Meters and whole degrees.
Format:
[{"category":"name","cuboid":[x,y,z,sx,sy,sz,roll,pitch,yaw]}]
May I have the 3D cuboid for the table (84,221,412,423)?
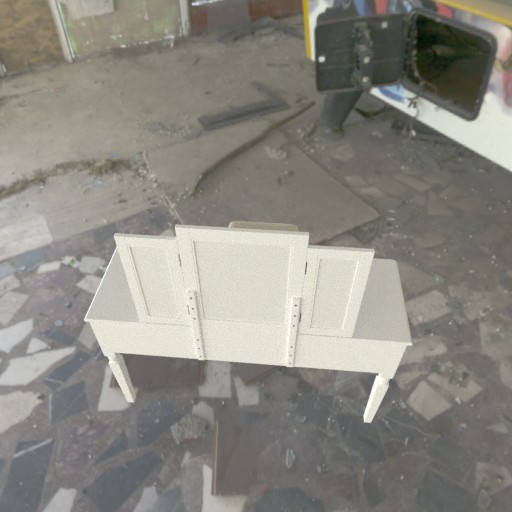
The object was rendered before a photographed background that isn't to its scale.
[{"category":"table","cuboid":[0.000,0.000,2.288,1.369,1.310,1.115,4,45,4]}]
